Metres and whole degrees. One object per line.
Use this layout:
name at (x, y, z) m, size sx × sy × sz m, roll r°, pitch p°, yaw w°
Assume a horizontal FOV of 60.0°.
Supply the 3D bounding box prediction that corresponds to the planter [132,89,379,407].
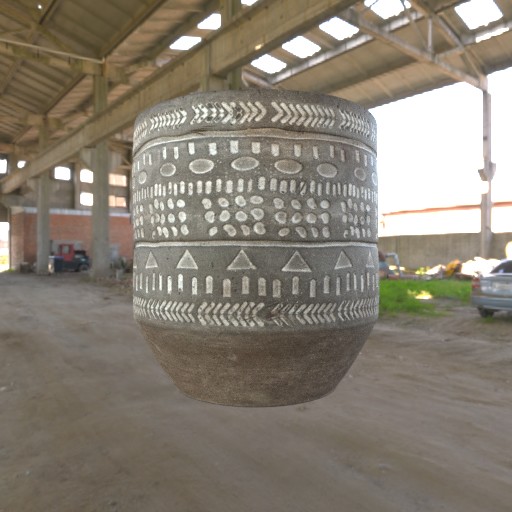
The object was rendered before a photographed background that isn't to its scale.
planter at (0.000, 0.000, 0.227) m, size 0.122 × 0.128 × 0.122 m, roll 0°, pitch 0°, yaw 0°
